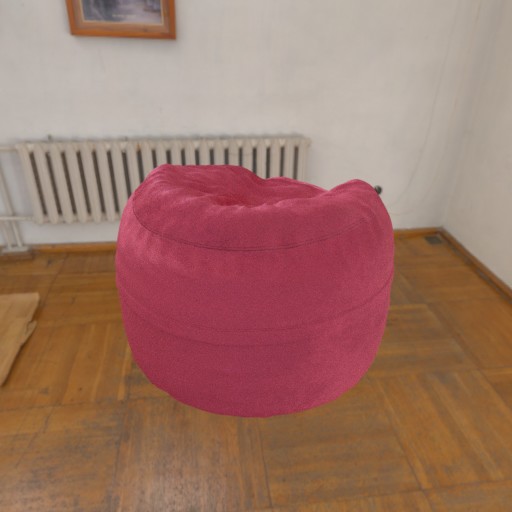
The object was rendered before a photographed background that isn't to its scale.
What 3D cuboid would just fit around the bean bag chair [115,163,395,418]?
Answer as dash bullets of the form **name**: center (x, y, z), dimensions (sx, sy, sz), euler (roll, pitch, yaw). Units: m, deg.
- **bean bag chair**: center (0.000, 0.000, 2.008), dimensions (1.218, 0.788, 1.218), euler (0, 29, 0)
